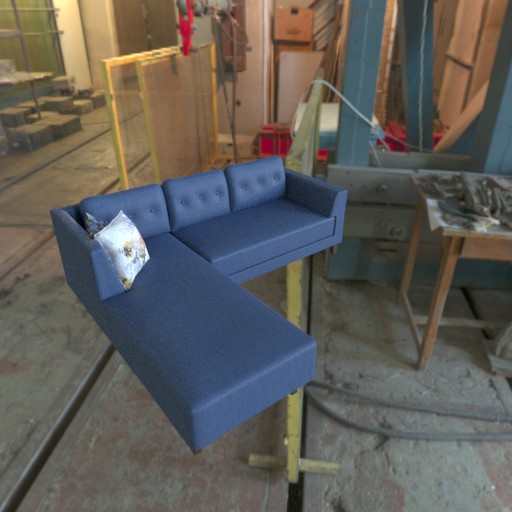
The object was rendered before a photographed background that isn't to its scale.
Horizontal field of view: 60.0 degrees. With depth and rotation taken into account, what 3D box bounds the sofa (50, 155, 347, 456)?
[{"bbox_3d":[0.000,0.000,3.073,2.120,0.787,1.829,-21,35,-32],"label":"sofa"}]
